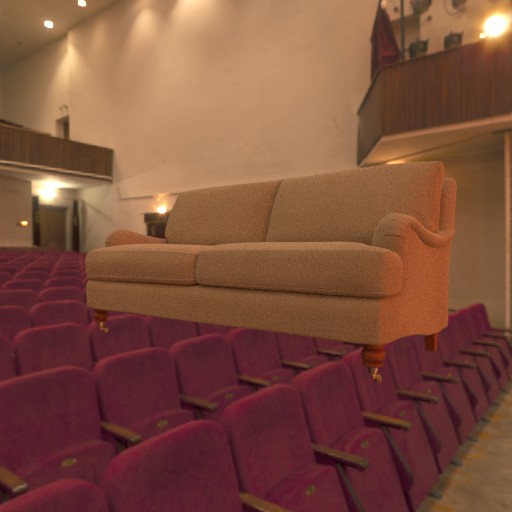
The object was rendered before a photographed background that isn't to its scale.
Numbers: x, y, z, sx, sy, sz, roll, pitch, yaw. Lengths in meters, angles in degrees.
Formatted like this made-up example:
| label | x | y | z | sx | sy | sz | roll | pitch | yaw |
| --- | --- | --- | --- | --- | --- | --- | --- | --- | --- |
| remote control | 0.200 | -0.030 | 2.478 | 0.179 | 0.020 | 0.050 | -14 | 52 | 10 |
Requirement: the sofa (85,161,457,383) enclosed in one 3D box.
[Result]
| label | x | y | z | sx | sy | sz | roll | pitch | yaw |
| --- | --- | --- | --- | --- | --- | --- | --- | --- | --- |
| sofa | 0.000 | 0.000 | 2.659 | 2.070 | 0.997 | 1.091 | 0 | 0 | 38 |
